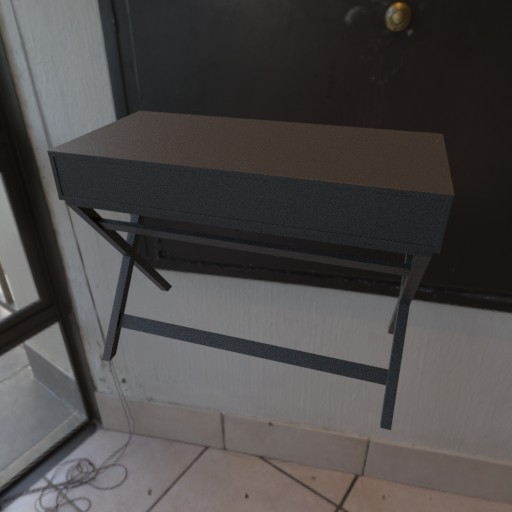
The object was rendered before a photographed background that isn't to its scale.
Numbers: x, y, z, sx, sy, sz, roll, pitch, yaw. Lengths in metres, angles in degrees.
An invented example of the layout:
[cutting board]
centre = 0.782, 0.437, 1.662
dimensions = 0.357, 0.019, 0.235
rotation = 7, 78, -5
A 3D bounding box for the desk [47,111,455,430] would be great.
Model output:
[desk]
centre = 0.000, 0.000, 1.500
dimensions = 1.057, 0.780, 0.504
rotation = 9, 32, 15
